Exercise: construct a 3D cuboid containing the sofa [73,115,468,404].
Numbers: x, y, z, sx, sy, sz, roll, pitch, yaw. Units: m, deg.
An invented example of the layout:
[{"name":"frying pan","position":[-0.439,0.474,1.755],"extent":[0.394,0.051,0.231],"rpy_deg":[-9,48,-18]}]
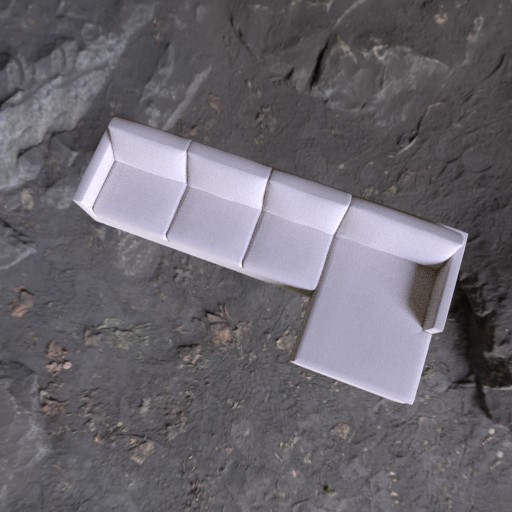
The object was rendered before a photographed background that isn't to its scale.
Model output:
[{"name":"sofa","position":[0.000,0.000,4.151],"extent":[3.471,0.954,1.599],"rpy_deg":[20,77,5]}]
